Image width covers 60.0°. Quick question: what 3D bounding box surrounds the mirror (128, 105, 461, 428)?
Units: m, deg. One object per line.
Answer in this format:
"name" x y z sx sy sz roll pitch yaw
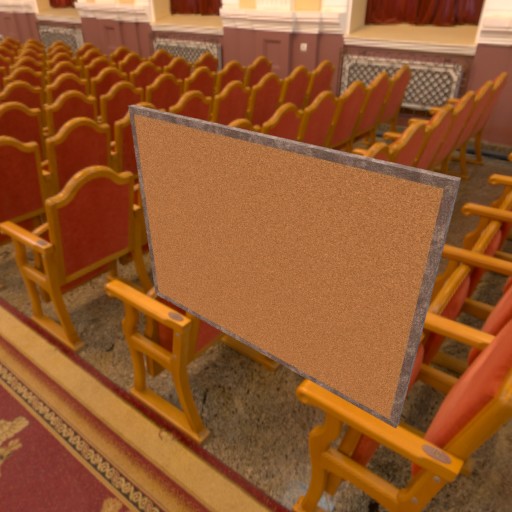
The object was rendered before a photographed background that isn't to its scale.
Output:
"mirror" 0.000 0.000 1.436 1.101 0.795 0.022 23 38 32
